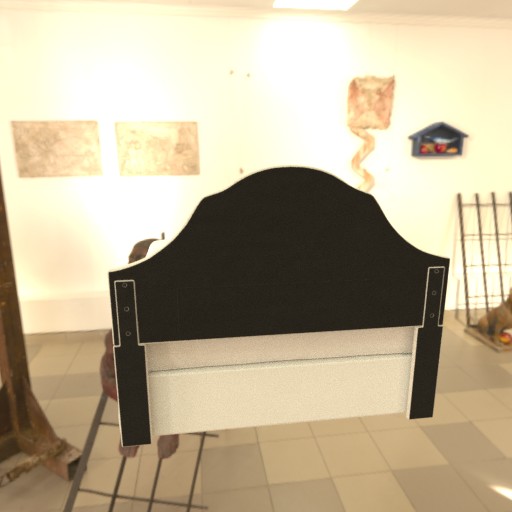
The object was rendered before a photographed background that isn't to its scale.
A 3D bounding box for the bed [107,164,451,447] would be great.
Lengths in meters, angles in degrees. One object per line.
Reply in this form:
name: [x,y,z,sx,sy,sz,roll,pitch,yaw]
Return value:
bed: [0.000,0.000,3.717,2.039,1.617,2.477,-2,15,-8]
